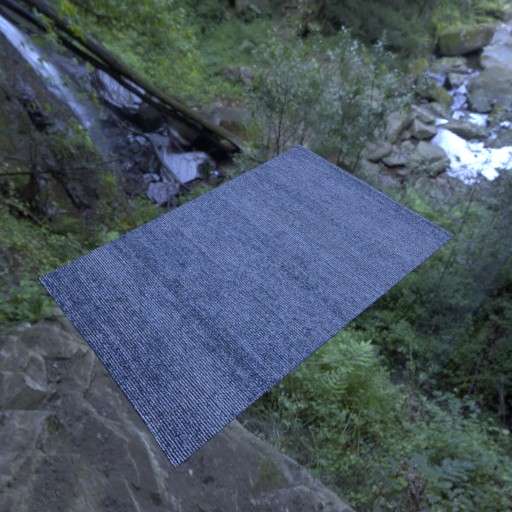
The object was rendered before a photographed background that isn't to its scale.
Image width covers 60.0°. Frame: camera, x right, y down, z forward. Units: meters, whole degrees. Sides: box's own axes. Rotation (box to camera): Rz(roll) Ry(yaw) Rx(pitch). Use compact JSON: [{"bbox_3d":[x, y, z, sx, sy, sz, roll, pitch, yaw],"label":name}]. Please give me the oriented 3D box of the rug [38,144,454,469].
[{"bbox_3d":[0.000,0.000,2.181,1.740,0.010,1.135,-32,54,-27],"label":"rug"}]
